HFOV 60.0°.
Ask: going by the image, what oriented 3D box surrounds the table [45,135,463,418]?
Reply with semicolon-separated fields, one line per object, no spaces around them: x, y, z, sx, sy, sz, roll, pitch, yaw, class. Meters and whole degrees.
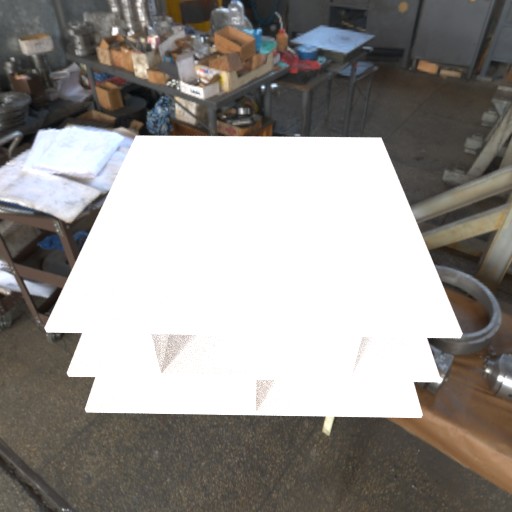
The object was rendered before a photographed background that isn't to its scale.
0.000;0.000;1.099;0.700;0.289;0.700;1;42;1;table
